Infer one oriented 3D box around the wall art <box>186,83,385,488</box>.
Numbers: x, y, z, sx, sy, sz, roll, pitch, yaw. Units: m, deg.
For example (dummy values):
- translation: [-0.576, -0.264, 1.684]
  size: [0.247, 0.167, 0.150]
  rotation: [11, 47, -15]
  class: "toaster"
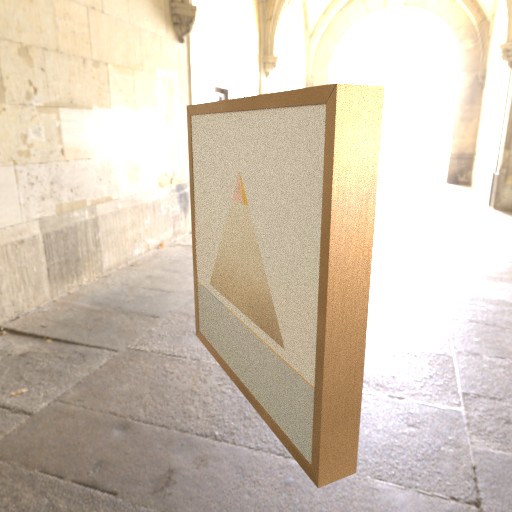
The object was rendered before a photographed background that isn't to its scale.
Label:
- translation: [0.000, 0.000, 0.452]
  size: [0.038, 0.303, 0.305]
  rotation: [-8, 18, -25]
  class: "wall art"
